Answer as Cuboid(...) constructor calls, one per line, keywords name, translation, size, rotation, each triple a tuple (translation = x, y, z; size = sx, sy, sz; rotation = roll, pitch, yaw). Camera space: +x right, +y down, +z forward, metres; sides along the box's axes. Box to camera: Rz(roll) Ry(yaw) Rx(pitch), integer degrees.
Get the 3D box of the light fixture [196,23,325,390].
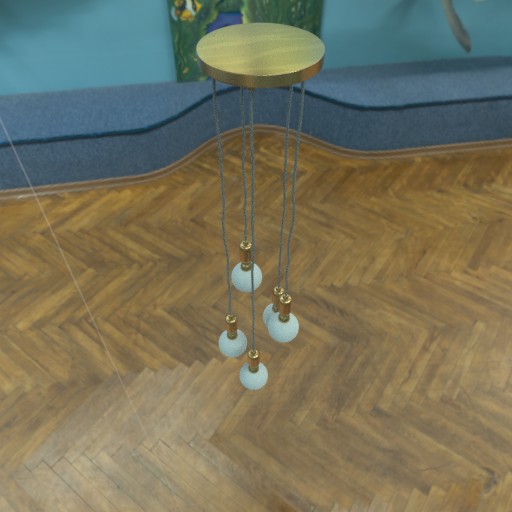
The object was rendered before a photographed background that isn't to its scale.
Cuboid(name="light fixture", translation=(0.000, 0.000, 0.497), size=(0.105, 0.457, 0.108), rotation=(-5, 47, -5))
